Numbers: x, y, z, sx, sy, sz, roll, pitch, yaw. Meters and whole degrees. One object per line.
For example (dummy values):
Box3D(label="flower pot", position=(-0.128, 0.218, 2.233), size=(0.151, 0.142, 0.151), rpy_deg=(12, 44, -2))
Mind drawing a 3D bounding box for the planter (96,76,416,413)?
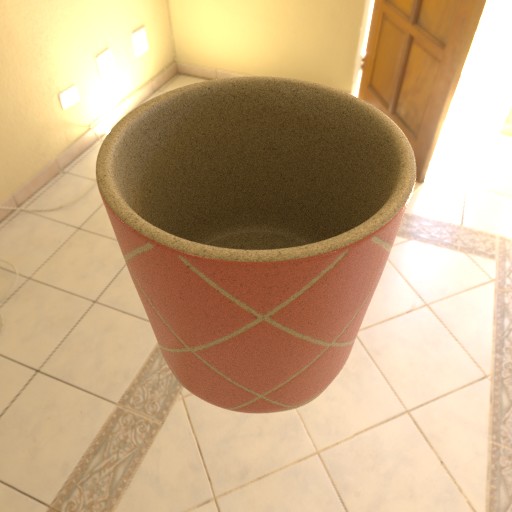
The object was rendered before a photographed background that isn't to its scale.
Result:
Box3D(label="planter", position=(0.000, 0.000, 0.407), size=(0.227, 0.235, 0.227), rpy_deg=(0, 47, 0))
